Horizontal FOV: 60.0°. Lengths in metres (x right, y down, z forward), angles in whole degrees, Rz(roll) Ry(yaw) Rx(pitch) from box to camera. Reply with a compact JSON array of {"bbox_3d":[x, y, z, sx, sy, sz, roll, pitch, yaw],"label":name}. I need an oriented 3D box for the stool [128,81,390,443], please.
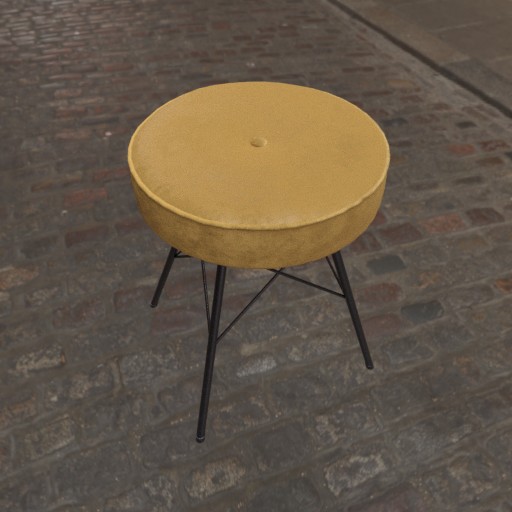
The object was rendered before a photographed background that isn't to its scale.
[{"bbox_3d":[0.000,0.000,0.935,0.472,0.595,0.438,-16,49,-15],"label":"stool"}]
